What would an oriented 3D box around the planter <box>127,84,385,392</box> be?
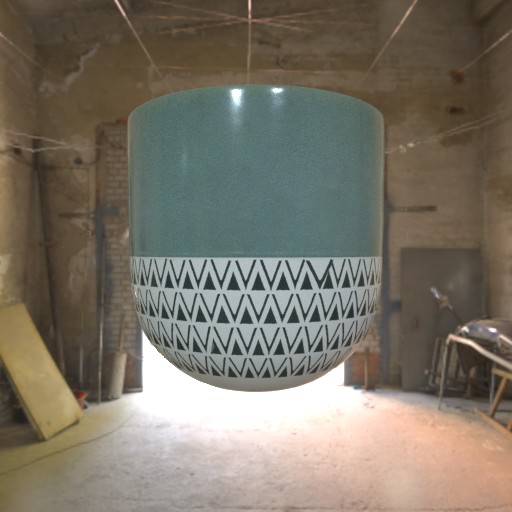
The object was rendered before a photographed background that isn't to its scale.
[{"bbox_3d":[0.000,0.000,0.477,0.266,0.270,0.266,0,1,0],"label":"planter"}]
